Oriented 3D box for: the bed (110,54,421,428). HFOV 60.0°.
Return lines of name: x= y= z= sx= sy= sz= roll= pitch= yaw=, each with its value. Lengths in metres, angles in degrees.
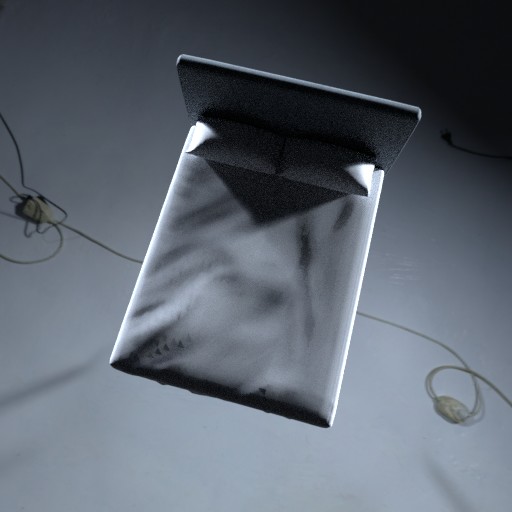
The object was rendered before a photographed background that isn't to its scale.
bed: x=0.000 y=0.000 z=3.245 sx=1.713 sy=1.330 sz=2.142 roll=14 pitch=75 yaw=4
